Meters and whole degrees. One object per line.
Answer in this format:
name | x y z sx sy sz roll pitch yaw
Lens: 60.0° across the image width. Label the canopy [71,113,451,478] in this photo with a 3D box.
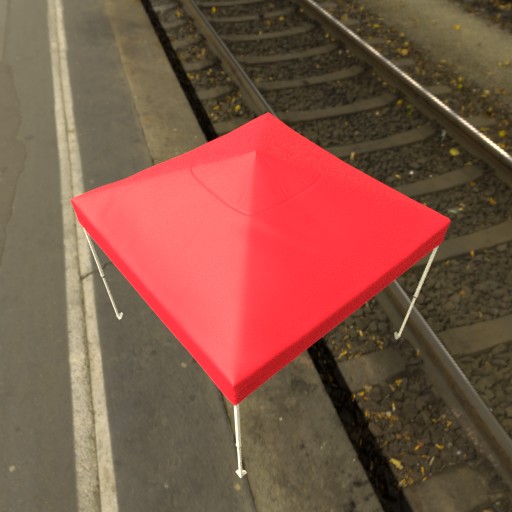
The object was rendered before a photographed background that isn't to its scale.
canopy | 0.000 0.000 5.414 2.996 2.997 2.998 -32 54 -26
